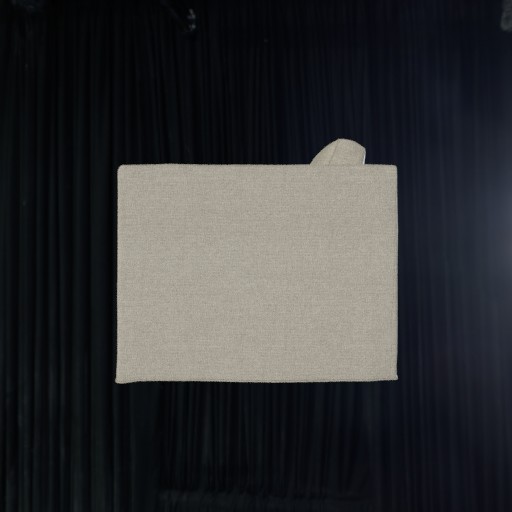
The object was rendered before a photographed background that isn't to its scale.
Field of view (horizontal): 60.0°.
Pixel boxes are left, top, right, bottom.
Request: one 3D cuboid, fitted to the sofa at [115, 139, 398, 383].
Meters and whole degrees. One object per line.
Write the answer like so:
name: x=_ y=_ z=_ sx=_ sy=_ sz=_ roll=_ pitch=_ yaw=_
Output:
sofa: x=0.000 y=0.000 z=2.298 sx=0.956 sy=0.828 sz=1.766 roll=0 pitch=0 yaw=0
